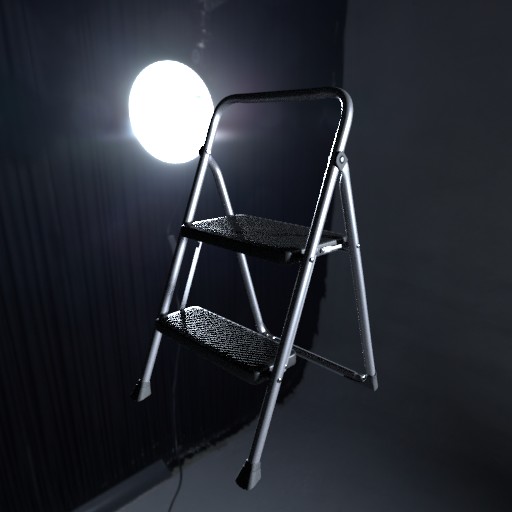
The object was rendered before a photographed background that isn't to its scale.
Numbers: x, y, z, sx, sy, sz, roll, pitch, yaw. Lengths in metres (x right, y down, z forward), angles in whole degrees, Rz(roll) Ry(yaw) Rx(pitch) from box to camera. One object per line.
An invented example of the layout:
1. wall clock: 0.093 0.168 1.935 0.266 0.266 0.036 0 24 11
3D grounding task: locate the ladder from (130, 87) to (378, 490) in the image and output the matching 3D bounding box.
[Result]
1. ladder: 0.000 0.000 1.018 0.472 0.720 0.430 -15 22 -42
